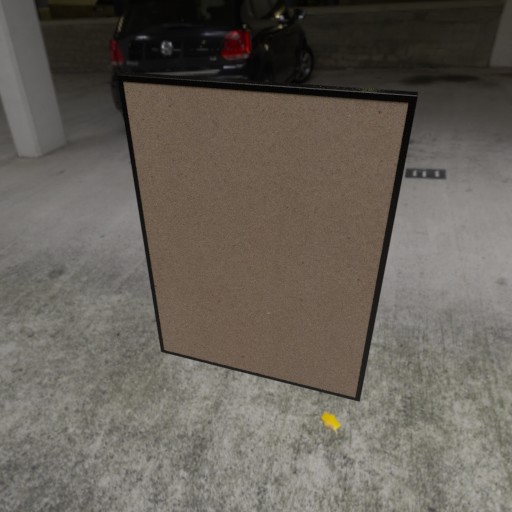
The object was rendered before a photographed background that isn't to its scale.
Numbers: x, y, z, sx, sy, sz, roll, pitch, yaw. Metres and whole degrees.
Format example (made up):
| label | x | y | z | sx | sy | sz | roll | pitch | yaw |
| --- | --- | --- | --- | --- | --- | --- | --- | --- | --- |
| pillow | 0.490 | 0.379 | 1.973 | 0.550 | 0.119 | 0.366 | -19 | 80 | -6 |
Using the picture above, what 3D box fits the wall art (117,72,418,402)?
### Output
| label | x | y | z | sx | sy | sz | roll | pitch | yaw |
| --- | --- | --- | --- | --- | --- | --- | --- | --- | --- |
| wall art | 0.000 | 0.000 | 1.409 | 0.788 | 1.046 | 0.043 | 10 | 34 | 15 |
